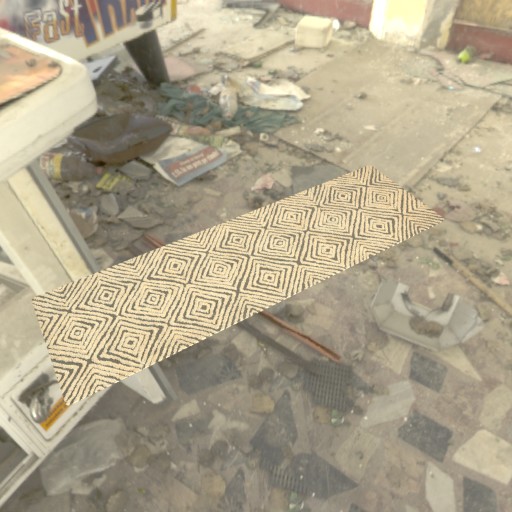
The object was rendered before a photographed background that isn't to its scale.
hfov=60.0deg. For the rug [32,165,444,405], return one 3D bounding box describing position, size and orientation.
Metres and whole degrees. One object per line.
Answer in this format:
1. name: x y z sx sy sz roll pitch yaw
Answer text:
1. rug: 0.000 0.000 2.475 2.277 0.008 0.676 -24 50 -21
